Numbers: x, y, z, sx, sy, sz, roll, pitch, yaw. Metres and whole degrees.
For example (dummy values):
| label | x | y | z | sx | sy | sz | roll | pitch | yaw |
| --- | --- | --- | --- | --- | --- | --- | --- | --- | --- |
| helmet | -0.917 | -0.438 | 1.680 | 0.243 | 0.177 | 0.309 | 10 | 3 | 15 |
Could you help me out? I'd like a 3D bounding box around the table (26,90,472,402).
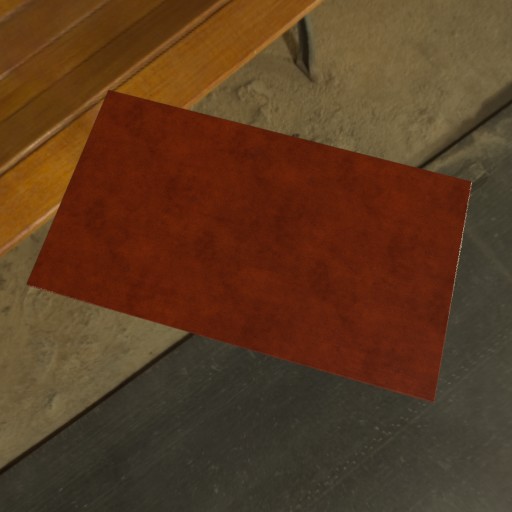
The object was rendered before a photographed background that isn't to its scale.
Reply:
| label | x | y | z | sx | sy | sz | roll | pitch | yaw |
| --- | --- | --- | --- | --- | --- | --- | --- | --- | --- |
| table | 0.000 | 0.000 | 1.264 | 0.943 | 0.456 | 0.533 | 15 | 76 | 4 |
